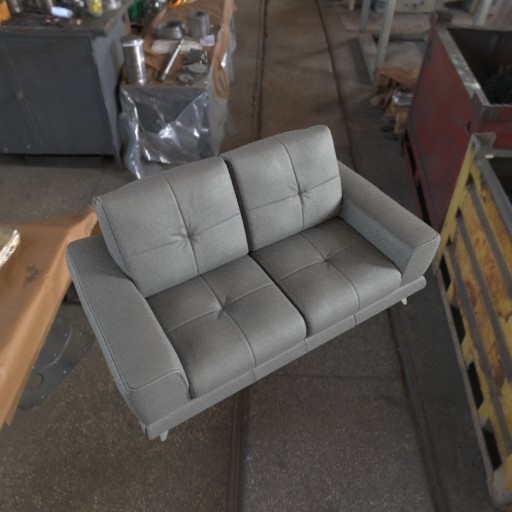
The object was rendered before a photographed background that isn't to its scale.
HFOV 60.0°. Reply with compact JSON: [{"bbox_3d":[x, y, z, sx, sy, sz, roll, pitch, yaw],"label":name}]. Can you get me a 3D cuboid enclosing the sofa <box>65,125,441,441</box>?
[{"bbox_3d":[0.000,0.000,2.407,1.806,0.907,1.018,-23,49,-22],"label":"sofa"}]
